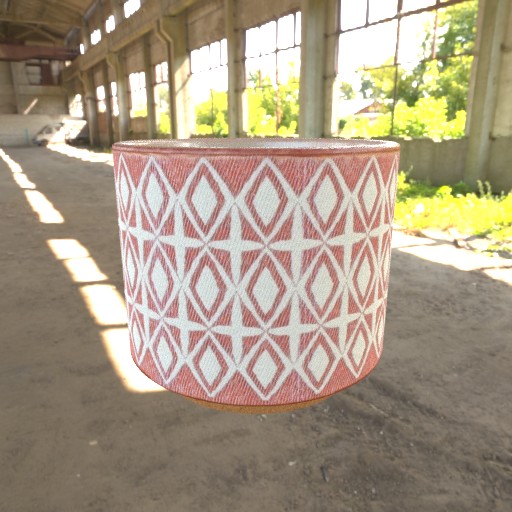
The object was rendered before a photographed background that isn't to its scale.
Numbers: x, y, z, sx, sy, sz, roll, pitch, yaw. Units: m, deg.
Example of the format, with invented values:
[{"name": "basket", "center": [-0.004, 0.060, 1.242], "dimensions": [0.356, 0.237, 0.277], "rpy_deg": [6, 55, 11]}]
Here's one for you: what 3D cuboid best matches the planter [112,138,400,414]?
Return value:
[{"name": "planter", "center": [0.000, 0.000, 0.472], "dimensions": [0.273, 0.237, 0.273], "rpy_deg": [0, 16, 0]}]
